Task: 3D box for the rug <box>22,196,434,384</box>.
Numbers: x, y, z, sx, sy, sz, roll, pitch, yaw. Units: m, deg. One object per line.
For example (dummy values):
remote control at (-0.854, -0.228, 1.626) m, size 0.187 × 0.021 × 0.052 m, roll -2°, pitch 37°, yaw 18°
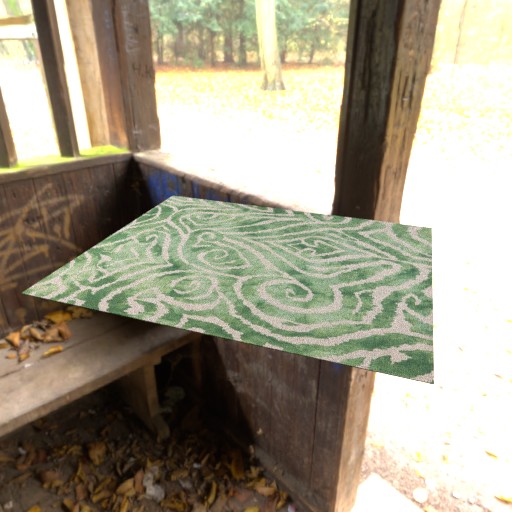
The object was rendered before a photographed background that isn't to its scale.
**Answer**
rug at (0.000, 0.000, 4.050) m, size 3.045 × 0.007 × 2.436 m, roll 9°, pitch 28°, yaw 17°
